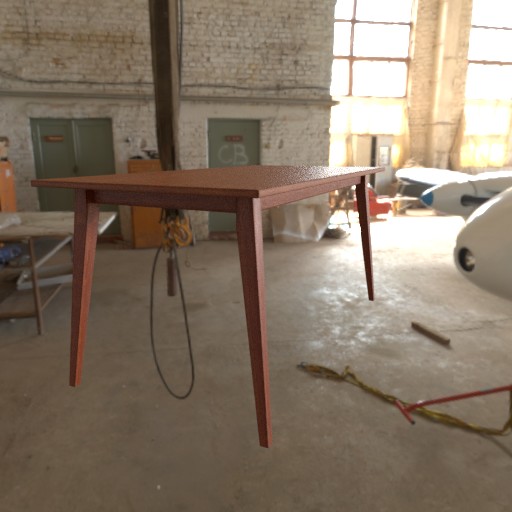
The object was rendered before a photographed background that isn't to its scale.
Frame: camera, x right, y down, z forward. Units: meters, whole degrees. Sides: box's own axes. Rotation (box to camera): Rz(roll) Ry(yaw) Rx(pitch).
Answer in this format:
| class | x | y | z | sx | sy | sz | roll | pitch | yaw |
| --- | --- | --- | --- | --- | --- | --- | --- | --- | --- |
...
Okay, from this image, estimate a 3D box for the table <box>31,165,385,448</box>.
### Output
| class | x | y | z | sx | sy | sz | roll | pitch | yaw |
| --- | --- | --- | --- | --- | --- | --- | --- | --- | --- |
| table | 0.000 | 0.000 | 2.024 | 0.811 | 0.755 | 1.609 | 7 | 15 | 26 |
